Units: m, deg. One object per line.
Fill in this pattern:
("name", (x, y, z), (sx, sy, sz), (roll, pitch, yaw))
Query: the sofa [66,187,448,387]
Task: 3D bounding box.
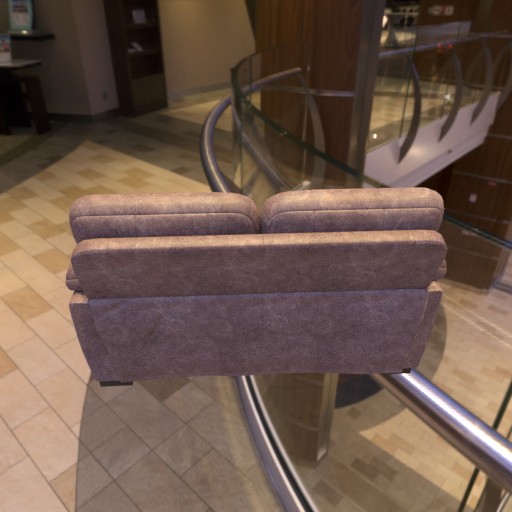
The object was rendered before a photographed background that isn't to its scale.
("sofa", (0.000, 0.000, 2.346), (1.753, 0.991, 0.991), (-2, 30, -3))
